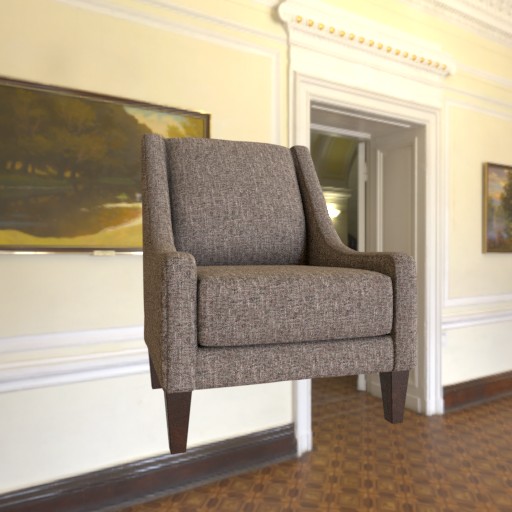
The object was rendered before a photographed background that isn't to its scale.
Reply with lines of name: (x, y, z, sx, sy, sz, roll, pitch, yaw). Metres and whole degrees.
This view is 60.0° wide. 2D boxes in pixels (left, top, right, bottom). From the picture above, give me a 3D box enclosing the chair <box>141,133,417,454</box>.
chair: (0.000, 0.000, 1.599, 0.774, 1.014, 0.870, 0, 1, -18)
